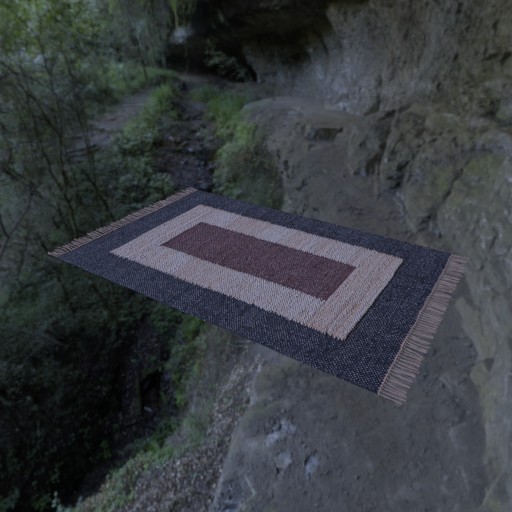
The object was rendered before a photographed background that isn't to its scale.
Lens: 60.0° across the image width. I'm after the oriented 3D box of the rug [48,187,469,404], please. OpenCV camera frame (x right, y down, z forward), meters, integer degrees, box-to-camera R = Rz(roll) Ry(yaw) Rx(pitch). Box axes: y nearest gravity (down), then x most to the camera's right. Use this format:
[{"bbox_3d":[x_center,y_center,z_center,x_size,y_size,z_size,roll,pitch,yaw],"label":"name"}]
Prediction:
[{"bbox_3d":[0.000,0.000,2.457,2.021,0.027,1.224,18,34,28],"label":"rug"}]
